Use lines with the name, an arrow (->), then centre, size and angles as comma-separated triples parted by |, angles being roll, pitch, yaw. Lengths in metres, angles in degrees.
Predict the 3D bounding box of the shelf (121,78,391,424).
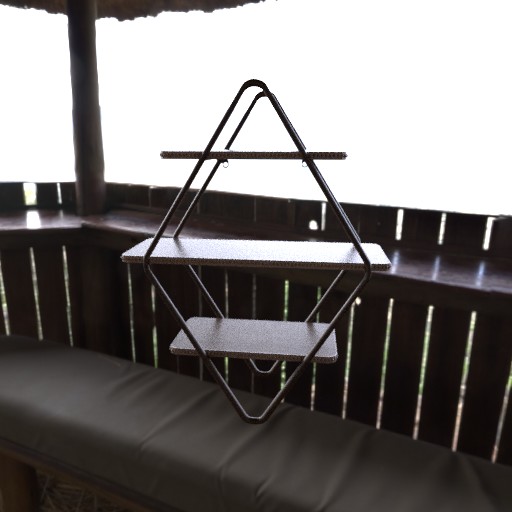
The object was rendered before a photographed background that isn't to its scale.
shelf -> 0.000, 0.000, 1.069 | 0.609, 0.774, 0.234 | 2, 15, 7
